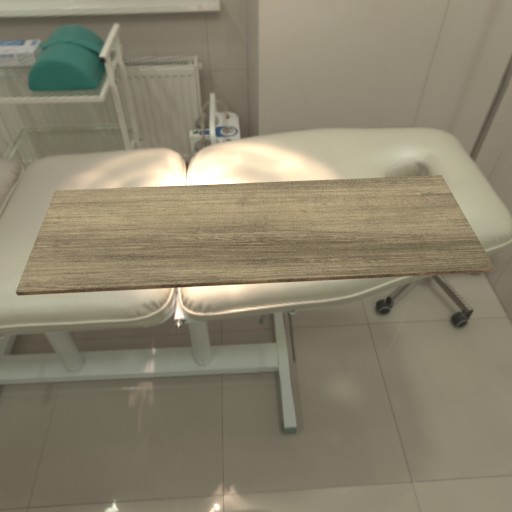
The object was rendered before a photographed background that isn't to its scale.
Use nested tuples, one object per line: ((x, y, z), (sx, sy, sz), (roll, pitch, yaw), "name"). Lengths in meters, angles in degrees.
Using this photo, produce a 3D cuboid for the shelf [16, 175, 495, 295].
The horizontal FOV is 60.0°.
((0.000, 0.000, 0.675), (0.610, 0.125, 0.200), (-3, 47, -2), "shelf")
